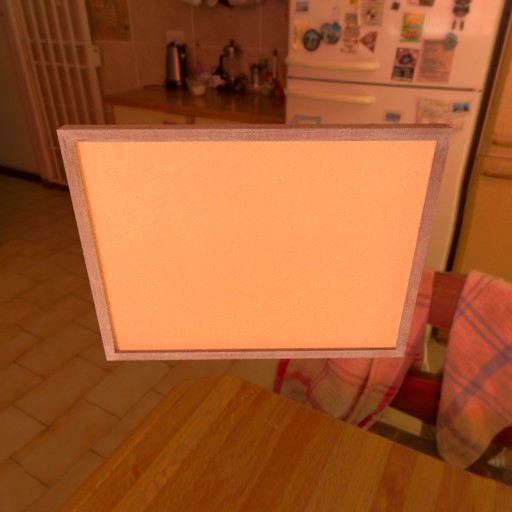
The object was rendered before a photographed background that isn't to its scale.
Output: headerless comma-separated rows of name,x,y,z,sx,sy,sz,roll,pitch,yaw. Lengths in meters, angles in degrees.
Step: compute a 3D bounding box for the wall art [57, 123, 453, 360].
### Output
wall art,0.000,0.000,1.753,1.320,1.009,0.070,0,29,-1
